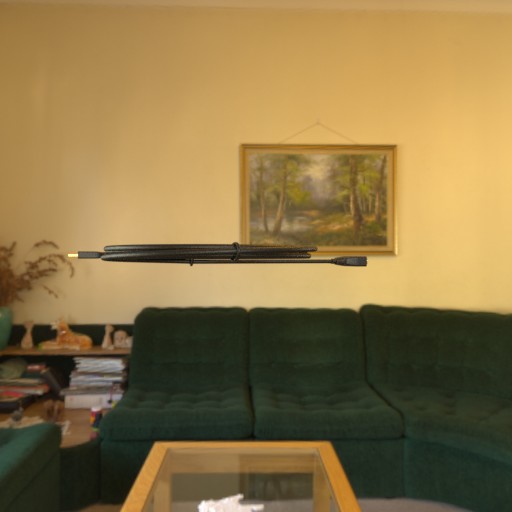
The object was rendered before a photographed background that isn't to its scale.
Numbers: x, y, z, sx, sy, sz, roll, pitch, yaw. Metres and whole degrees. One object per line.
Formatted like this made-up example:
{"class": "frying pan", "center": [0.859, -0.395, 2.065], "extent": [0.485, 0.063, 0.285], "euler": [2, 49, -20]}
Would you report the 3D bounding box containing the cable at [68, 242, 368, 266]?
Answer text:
{"class": "cable", "center": [0.000, 0.000, 0.521], "extent": [0.422, 0.030, 0.257], "euler": [0, 0, -19]}
